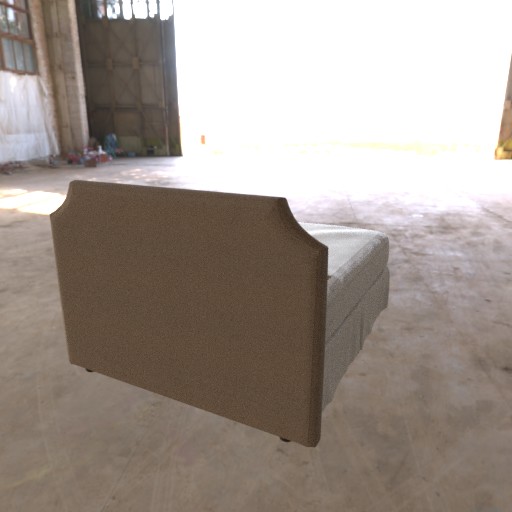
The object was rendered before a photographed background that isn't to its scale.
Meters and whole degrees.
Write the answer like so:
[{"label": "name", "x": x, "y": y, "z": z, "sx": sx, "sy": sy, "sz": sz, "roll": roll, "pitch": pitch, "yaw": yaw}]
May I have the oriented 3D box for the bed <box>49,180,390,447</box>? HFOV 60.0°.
[{"label": "bed", "x": 0.000, "y": 0.000, "z": 3.391, "sx": 1.828, "sy": 1.303, "sz": 2.164, "roll": 9, "pitch": 19, "yaw": 27}]
